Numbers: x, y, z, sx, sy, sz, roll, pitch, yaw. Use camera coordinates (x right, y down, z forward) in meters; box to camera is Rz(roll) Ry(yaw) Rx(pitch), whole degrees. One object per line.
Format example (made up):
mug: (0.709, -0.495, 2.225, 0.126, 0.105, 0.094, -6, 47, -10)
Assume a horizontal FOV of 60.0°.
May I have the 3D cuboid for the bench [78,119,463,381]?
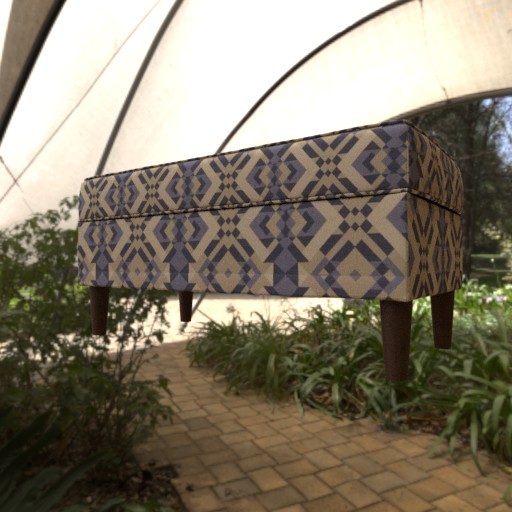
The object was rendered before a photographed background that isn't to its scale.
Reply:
bench: (0.000, 0.000, 1.256, 1.016, 0.477, 0.492, -1, -1, 35)
